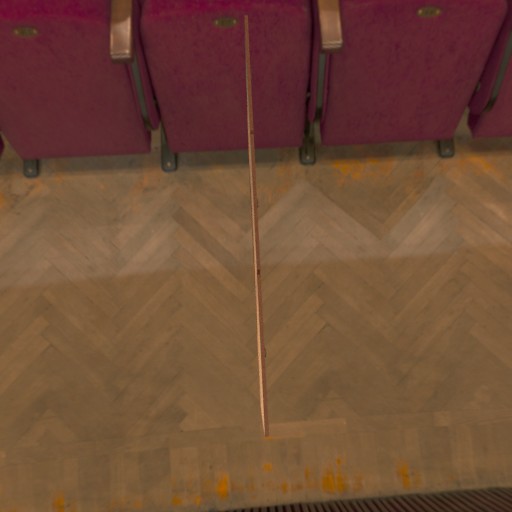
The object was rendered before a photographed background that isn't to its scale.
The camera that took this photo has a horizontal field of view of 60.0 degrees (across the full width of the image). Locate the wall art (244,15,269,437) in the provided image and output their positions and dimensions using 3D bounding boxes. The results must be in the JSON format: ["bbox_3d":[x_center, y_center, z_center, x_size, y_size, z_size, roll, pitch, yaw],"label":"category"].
[{"bbox_3d":[0.000,0.000,2.267,0.019,1.532,1.533,-3,75,-1],"label":"wall art"}]
